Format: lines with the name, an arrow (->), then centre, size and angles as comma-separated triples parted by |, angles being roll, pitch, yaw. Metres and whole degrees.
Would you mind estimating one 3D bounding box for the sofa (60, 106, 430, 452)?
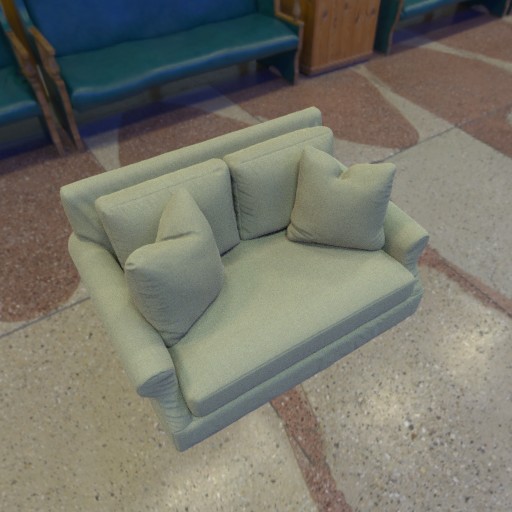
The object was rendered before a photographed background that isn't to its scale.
sofa -> 0.000, 0.000, 2.182 | 1.550, 0.905, 1.070 | -24, 51, -22
